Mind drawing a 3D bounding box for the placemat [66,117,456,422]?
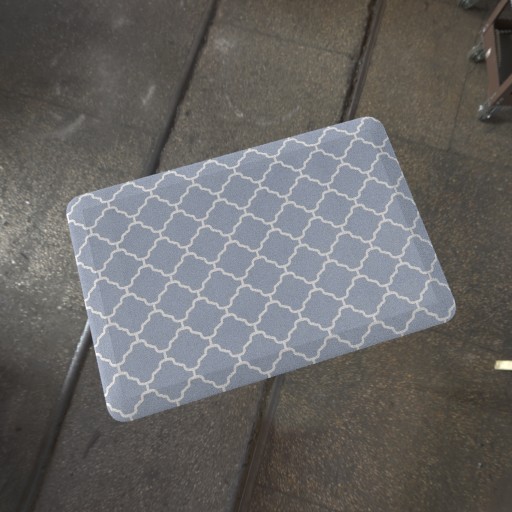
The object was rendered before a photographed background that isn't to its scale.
[{"bbox_3d":[0.000,0.000,0.970,0.762,0.021,0.508,-16,77,-4],"label":"placemat"}]
